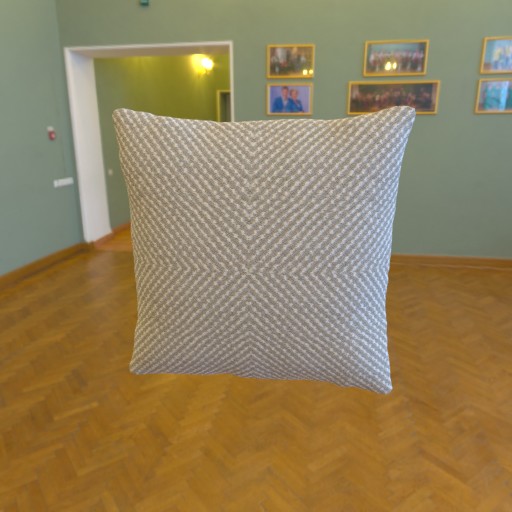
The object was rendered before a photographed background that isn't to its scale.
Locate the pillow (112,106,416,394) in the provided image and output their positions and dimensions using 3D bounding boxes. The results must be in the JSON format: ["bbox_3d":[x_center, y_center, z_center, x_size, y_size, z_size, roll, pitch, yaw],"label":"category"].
[{"bbox_3d":[0.000,0.000,0.716,0.459,0.458,0.181,2,16,8],"label":"pillow"}]
